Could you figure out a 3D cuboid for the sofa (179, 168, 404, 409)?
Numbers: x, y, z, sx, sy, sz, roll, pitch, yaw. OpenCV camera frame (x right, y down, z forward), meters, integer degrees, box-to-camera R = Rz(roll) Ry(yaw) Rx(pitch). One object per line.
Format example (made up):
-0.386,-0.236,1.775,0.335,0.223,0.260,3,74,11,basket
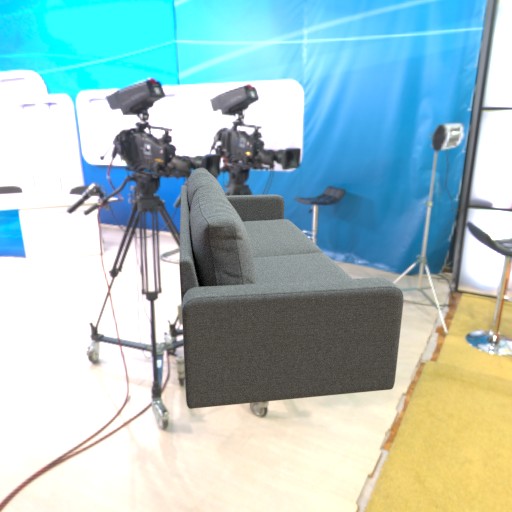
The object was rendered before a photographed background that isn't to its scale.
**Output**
0.000,0.000,2.699,0.880,0.880,2.200,-3,17,-9,sofa
